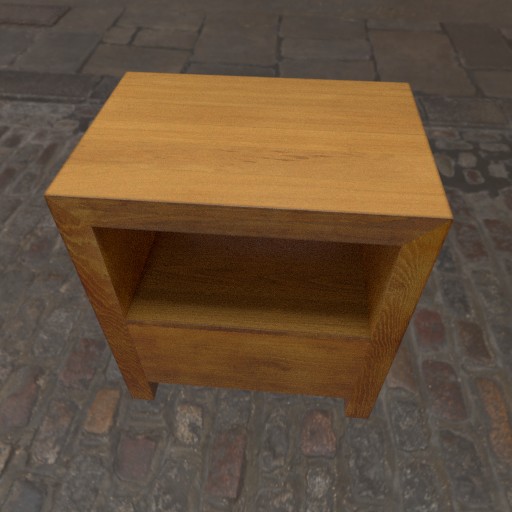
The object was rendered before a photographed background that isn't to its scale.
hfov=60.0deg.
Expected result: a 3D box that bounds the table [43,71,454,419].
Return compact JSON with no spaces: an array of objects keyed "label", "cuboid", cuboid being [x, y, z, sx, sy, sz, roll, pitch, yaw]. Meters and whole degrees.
[{"label":"table","cuboid":[0.000,0.000,0.946,0.550,0.605,0.400,4,46,4]}]
